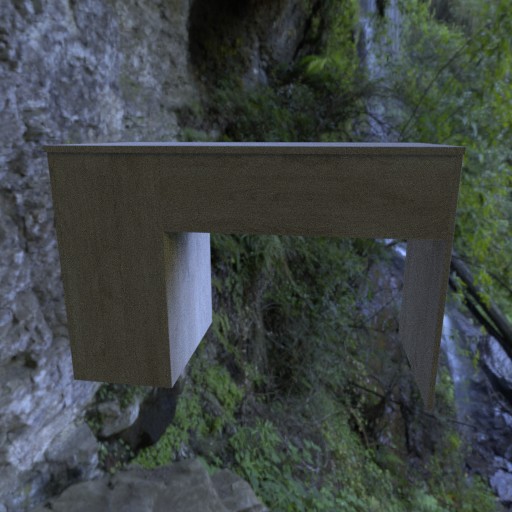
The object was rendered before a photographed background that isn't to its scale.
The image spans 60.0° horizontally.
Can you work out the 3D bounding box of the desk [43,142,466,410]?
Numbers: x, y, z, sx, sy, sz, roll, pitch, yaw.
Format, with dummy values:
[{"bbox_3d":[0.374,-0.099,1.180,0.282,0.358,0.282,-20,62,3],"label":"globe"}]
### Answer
[{"bbox_3d":[0.000,0.000,1.499,1.097,0.735,0.560,2,15,8],"label":"desk"}]
